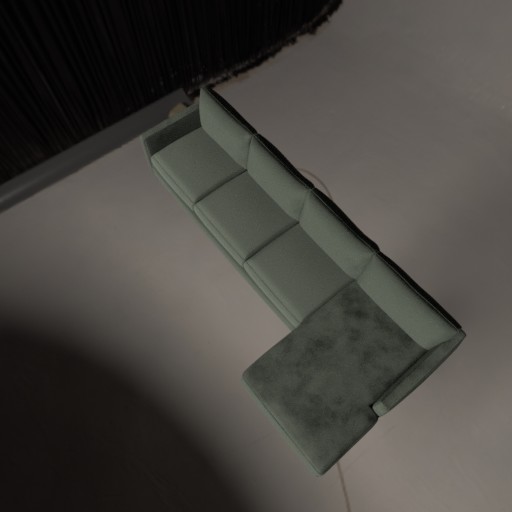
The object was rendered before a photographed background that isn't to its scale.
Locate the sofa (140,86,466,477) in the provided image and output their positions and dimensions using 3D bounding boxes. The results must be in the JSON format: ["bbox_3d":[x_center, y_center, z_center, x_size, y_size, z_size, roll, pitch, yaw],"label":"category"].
[{"bbox_3d":[0.000,0.000,3.220,1.255,0.756,2.725,-36,69,-16],"label":"sofa"}]
